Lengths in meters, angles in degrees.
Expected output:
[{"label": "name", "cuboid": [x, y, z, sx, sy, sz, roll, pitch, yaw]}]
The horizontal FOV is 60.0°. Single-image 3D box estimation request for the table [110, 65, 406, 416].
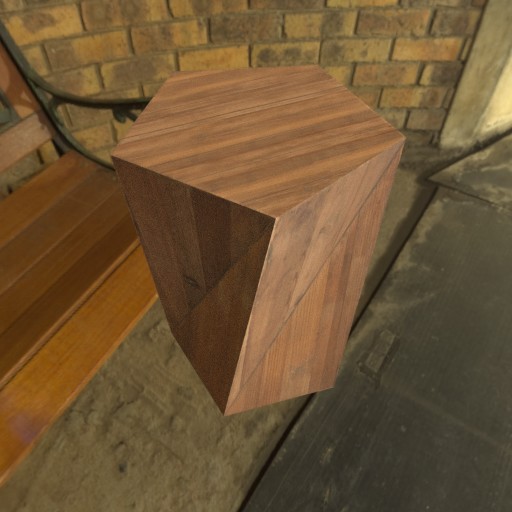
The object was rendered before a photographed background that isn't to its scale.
[{"label": "table", "cuboid": [0.000, 0.000, 0.891, 0.425, 0.604, 0.441, -3, 47, -3]}]
